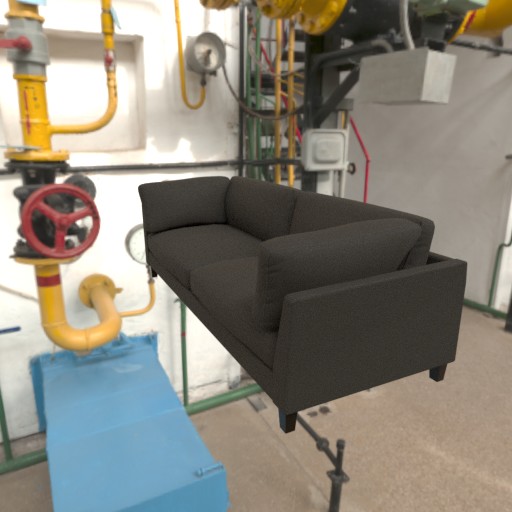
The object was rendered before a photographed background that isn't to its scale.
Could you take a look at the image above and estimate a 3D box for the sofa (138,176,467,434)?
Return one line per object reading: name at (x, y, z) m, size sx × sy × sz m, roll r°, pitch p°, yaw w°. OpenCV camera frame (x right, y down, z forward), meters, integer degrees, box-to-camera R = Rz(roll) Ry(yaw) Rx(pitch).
sofa at (0.000, 0.000, 2.755) m, size 0.969 × 0.792 × 2.312 m, roll -8°, pitch 18°, yaw -25°
